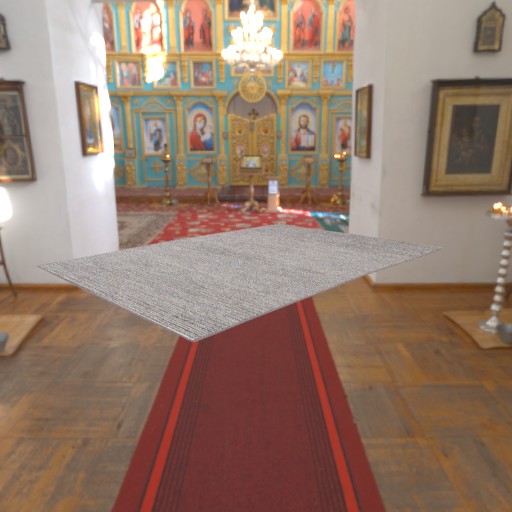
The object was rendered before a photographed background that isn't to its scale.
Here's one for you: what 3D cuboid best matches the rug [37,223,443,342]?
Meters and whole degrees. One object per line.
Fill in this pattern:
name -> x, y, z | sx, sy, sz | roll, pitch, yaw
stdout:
rug -> 0.000, 0.000, 3.027 | 1.604, 0.030, 2.307 | 13, 19, 43
